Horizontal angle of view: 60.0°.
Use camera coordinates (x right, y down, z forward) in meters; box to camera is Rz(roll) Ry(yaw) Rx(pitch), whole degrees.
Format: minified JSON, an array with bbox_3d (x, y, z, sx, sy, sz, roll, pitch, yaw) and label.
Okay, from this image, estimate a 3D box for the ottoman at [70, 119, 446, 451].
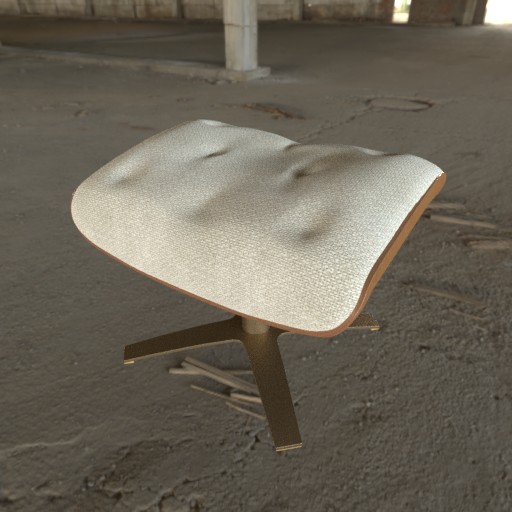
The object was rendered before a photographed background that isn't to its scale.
[{"bbox_3d":[0.000,0.000,0.800,0.520,0.391,0.394,19,35,29],"label":"ottoman"}]
